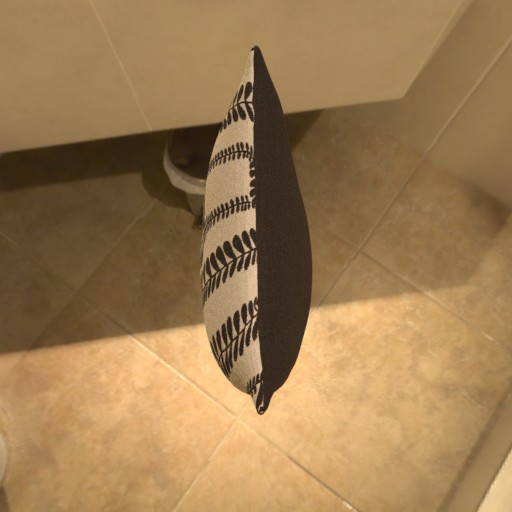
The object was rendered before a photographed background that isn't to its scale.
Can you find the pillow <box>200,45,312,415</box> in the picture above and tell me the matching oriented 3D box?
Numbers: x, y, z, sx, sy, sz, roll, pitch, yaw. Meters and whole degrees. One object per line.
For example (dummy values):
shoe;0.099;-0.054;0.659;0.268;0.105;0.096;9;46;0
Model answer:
pillow;0.000;0.000;0.697;0.182;0.441;0.440;-1;75;0
